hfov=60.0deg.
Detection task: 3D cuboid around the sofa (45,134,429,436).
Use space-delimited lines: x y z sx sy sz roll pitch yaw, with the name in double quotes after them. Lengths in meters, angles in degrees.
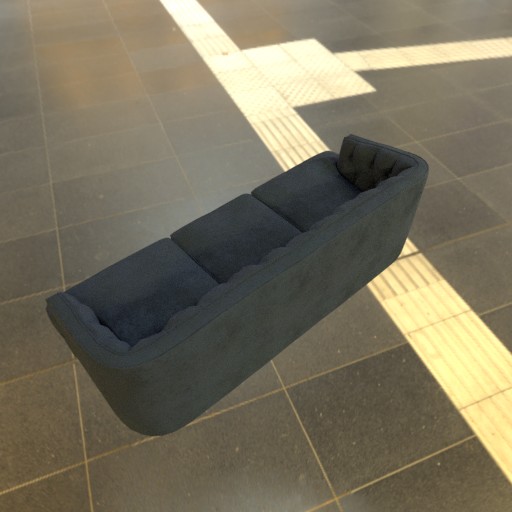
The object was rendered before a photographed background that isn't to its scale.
0.000 0.000 2.688 2.278 0.855 0.941 -32 55 -27 "sofa"
